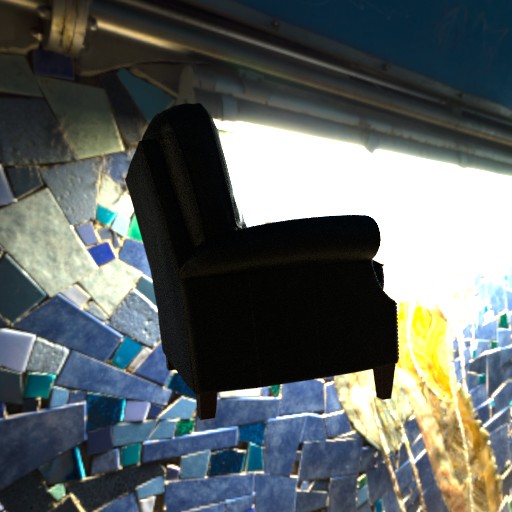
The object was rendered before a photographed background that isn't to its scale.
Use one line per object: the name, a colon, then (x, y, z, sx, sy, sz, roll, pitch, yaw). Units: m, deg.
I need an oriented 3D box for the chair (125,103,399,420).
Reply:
chair: (0.000, 0.000, 1.798, 0.986, 1.018, 0.936, 0, 0, -20)
